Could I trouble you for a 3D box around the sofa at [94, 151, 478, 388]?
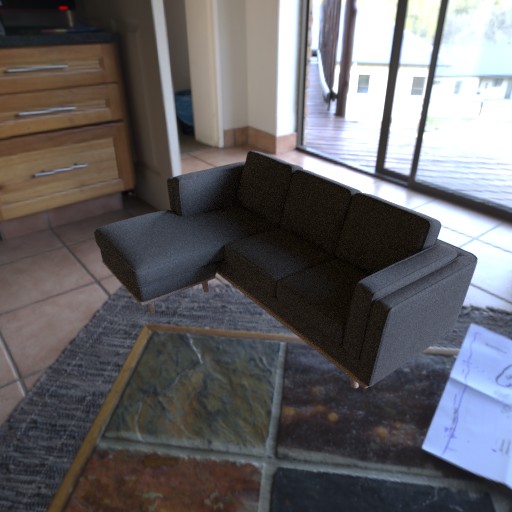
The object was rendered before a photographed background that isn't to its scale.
[{"bbox_3d":[0.000,0.000,3.195,1.604,0.929,2.411,-20,35,-31],"label":"sofa"}]
